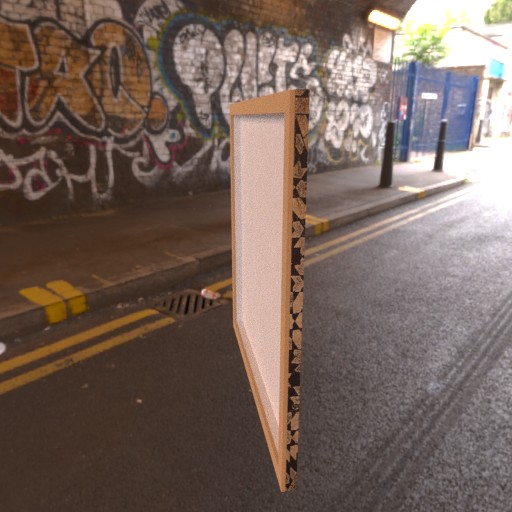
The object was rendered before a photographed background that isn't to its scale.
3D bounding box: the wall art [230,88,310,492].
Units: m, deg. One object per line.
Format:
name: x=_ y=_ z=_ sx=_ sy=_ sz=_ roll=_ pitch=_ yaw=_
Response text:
wall art: x=0.000 y=0.000 z=1.366 sx=0.038 sy=0.914 sz=0.914 roll=-3 pitch=18 yaw=-10
